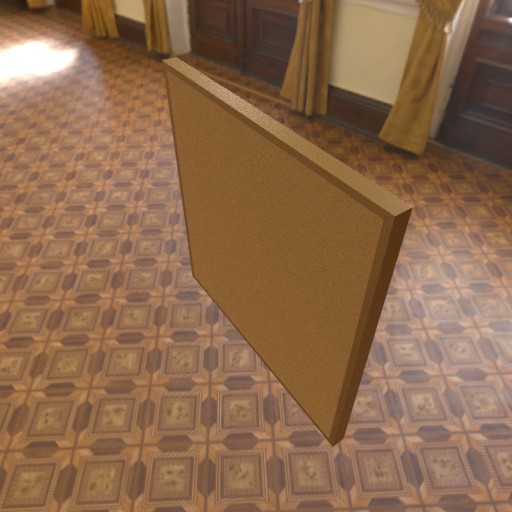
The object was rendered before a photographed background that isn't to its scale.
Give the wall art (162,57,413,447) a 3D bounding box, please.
[{"bbox_3d":[0.000,0.000,1.137,0.038,0.762,0.762,-25,49,-25],"label":"wall art"}]
